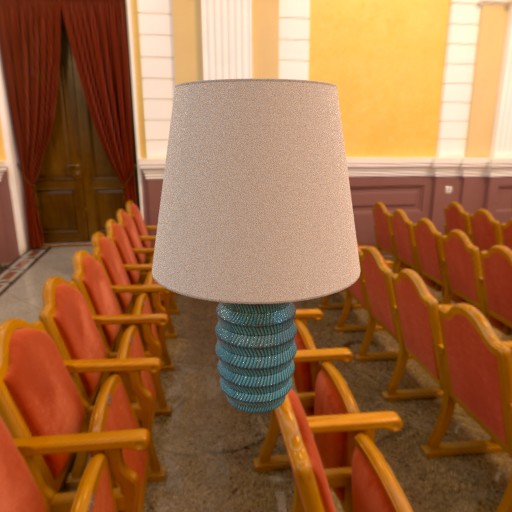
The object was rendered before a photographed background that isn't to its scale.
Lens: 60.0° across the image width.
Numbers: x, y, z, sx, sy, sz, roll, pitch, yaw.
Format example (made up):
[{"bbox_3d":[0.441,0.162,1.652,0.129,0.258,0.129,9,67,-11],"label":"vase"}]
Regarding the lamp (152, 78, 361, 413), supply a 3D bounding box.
[{"bbox_3d":[0.000,0.000,0.549,0.254,0.392,0.254,0,16,0],"label":"lamp"}]
